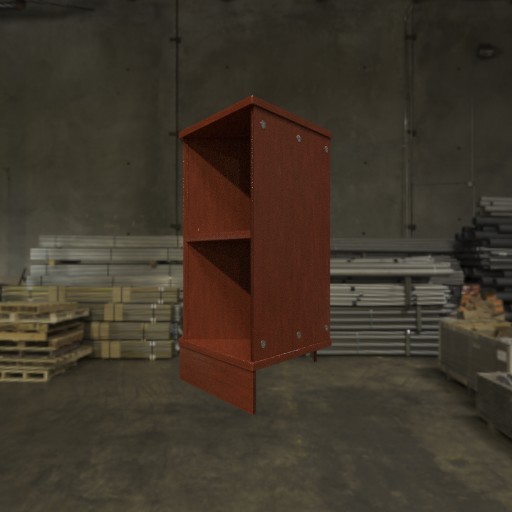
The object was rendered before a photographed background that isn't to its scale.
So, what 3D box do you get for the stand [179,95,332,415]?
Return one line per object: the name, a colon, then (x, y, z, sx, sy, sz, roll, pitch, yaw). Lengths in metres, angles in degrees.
stand: (0.000, 0.000, 1.383, 0.381, 0.614, 1.072, 0, 0, 1)
